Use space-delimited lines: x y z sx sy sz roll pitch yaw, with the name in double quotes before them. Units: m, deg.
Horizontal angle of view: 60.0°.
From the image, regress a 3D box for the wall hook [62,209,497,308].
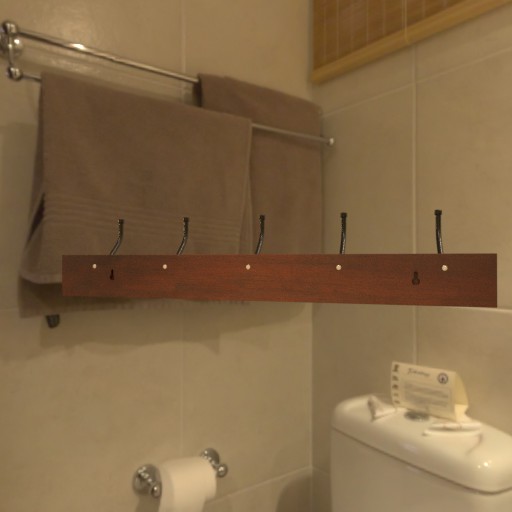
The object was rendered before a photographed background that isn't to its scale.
"wall hook" 0.000 0.000 0.600 0.571 0.117 0.071 0 0 17
